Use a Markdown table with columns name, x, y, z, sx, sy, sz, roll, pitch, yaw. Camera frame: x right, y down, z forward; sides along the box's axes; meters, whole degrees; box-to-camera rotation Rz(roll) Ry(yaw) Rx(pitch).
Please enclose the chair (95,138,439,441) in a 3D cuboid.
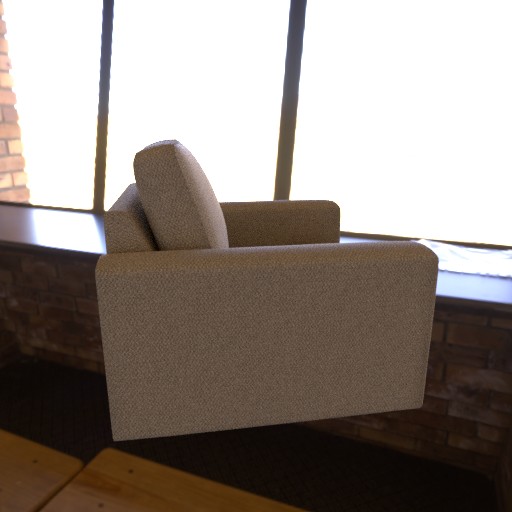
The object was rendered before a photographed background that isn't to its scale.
| name | x | y | z | sx | sy | sz | roll | pitch | yaw |
| --- | --- | --- | --- | --- | --- | --- | --- | --- | --- |
| chair | 0.000 | 0.000 | 1.725 | 1.016 | 0.873 | 1.005 | -3 | 17 | -9 |
